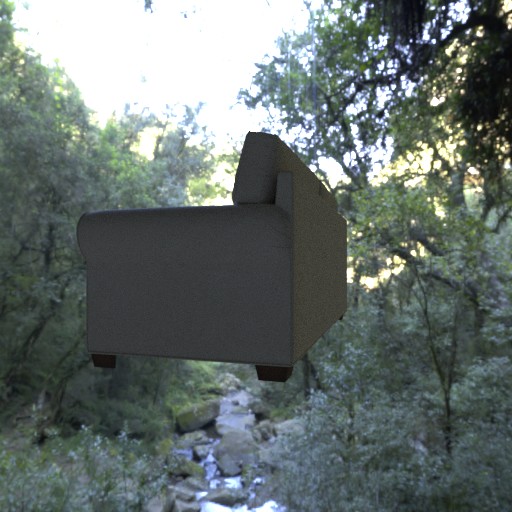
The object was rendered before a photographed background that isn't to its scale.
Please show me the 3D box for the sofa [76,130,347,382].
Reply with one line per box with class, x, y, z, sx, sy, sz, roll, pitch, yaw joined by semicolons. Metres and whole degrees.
sofa;0.000;0.000;2.687;0.901;0.962;2.146;0;-1;17
